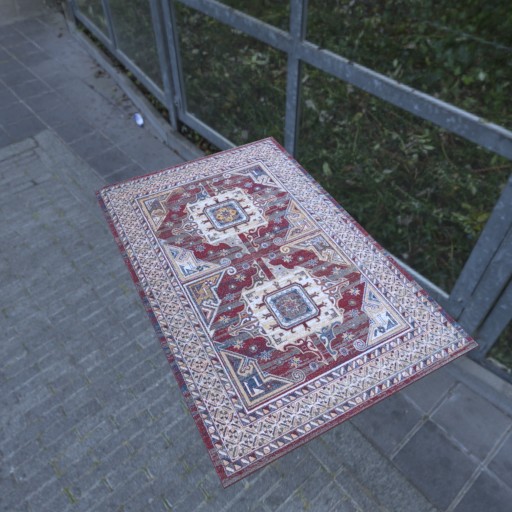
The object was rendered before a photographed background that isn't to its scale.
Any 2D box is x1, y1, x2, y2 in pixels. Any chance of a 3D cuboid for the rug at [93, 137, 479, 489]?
[{"bbox_3d":[0.000,0.000,5.675,3.033,0.033,4.578,-21,51,-18],"label":"rug"}]
